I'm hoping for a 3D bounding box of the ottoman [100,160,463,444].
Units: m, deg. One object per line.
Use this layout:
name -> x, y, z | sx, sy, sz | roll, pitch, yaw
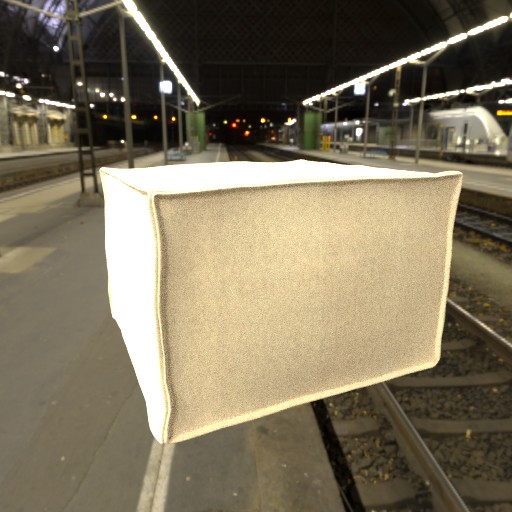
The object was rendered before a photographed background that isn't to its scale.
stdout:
ottoman -> 0.000, 0.000, 1.143 | 0.707, 0.470, 0.696 | -7, 17, -25
